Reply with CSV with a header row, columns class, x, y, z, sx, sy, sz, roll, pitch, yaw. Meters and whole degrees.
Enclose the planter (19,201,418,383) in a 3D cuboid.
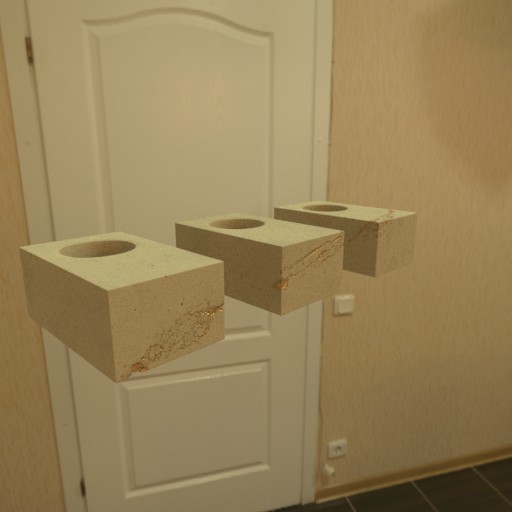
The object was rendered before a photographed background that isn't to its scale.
class,x,y,z,sx,sy,sz,roll,pitch,yaw
planter,0.000,0.000,0.381,0.127,0.051,0.333,14,21,43
